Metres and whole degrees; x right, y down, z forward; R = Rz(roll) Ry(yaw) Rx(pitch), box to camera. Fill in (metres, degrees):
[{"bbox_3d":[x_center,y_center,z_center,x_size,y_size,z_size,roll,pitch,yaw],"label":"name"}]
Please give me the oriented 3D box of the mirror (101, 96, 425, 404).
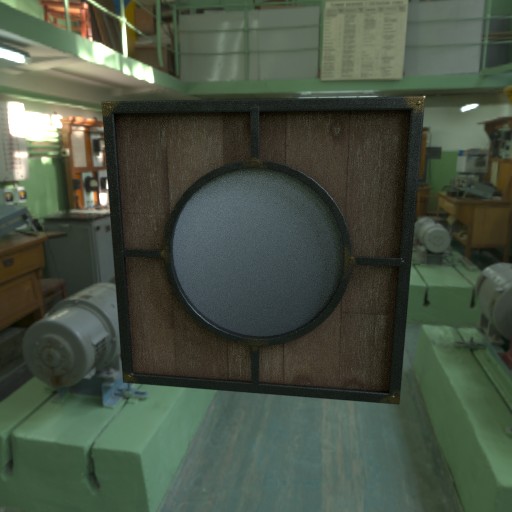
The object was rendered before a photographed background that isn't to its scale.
[{"bbox_3d":[0.000,0.000,0.569,0.382,0.381,0.020,2,14,8],"label":"mirror"}]
